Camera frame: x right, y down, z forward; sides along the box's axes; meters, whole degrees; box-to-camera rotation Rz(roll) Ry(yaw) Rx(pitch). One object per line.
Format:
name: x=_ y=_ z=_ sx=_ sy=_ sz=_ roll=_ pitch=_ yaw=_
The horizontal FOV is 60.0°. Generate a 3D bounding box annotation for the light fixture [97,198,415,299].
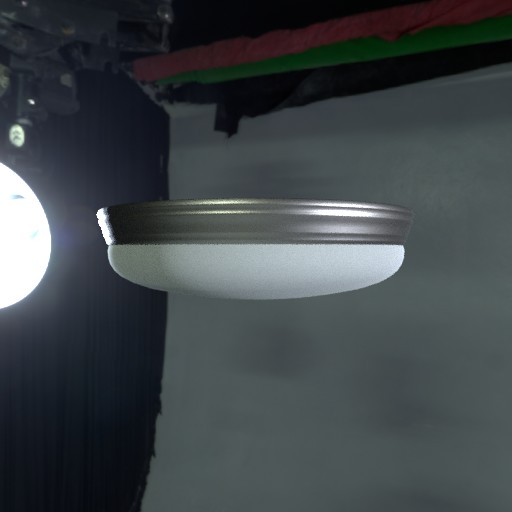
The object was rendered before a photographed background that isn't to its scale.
light fixture: x=0.000 y=0.000 z=0.546 sx=0.368 sy=0.100 sz=0.368 roll=0 pitch=1 yaw=0
